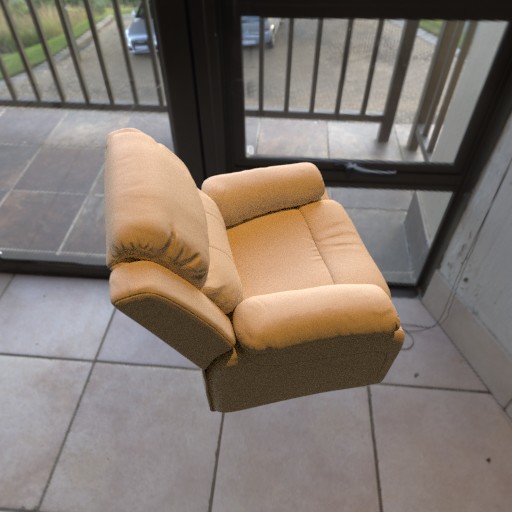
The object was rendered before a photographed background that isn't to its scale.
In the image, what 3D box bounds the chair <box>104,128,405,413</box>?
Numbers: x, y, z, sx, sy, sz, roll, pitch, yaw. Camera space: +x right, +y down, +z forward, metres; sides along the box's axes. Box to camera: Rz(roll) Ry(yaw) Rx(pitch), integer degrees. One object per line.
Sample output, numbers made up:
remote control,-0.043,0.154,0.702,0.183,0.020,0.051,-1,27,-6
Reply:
chair,0.000,0.000,1.263,0.709,0.702,0.680,-10,48,-9
